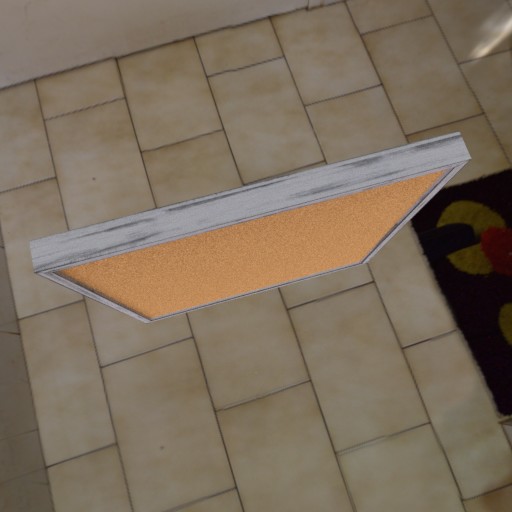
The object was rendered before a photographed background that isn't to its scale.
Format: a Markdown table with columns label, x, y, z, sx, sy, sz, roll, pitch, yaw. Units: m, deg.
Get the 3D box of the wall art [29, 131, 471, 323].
| label | x | y | z | sx | sy | sz | roll | pitch | yaw |
| --- | --- | --- | --- | --- | --- | --- | --- | --- | --- |
| wall art | 0.000 | 0.000 | 0.743 | 0.506 | 0.506 | 0.038 | -15 | 76 | -4 |
